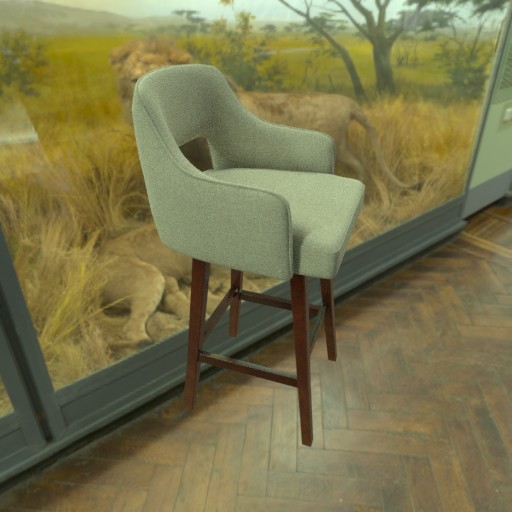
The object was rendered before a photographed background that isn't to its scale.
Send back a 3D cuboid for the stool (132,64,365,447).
[{"bbox_3d":[0.000,0.000,1.351,0.560,1.041,0.550,10,32,17],"label":"stool"}]
